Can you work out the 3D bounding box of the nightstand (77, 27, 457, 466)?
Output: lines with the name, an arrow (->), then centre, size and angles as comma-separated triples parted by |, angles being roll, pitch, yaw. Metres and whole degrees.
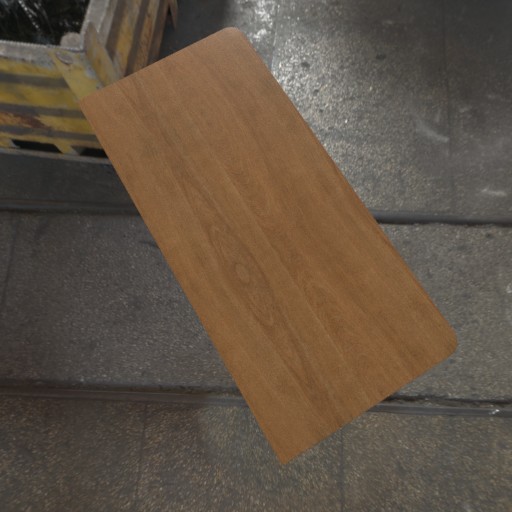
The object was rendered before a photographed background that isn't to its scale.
nightstand -> 0.000, 0.000, 1.303 | 0.432, 0.700, 0.914 | -30, 77, -8
